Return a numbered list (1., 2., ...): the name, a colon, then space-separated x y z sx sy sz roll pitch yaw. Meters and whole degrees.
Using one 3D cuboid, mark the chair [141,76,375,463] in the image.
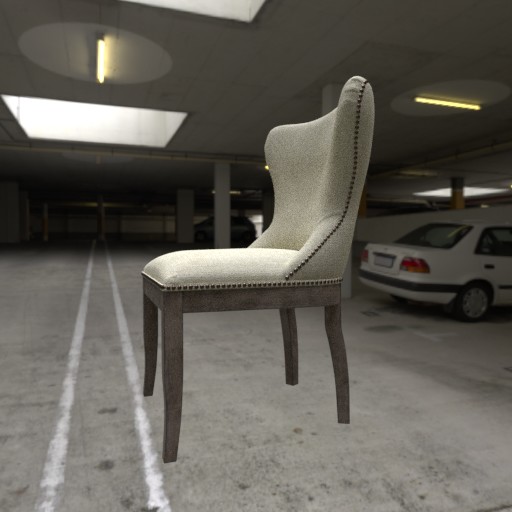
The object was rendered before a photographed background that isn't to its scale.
1. chair: 0.000 0.000 1.440 0.681 1.002 0.654 -1 2 -20
